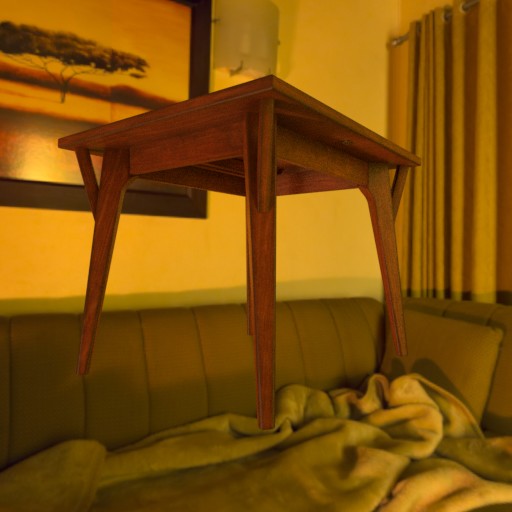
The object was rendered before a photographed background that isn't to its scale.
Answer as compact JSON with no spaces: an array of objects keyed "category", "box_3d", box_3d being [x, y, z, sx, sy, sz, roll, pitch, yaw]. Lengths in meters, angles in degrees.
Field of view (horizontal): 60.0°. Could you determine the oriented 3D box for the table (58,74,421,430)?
[{"category":"table","box_3d":[0.000,0.000,1.558,0.838,0.761,0.991,0,0,37]}]
